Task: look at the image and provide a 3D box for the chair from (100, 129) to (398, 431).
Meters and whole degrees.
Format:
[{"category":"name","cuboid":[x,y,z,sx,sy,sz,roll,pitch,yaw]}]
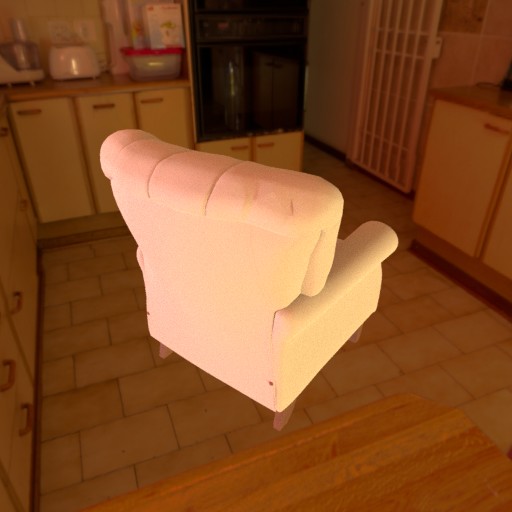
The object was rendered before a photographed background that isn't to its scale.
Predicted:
[{"category":"chair","cuboid":[0.000,0.000,2.119,1.090,1.217,1.128,21,36,32]}]
